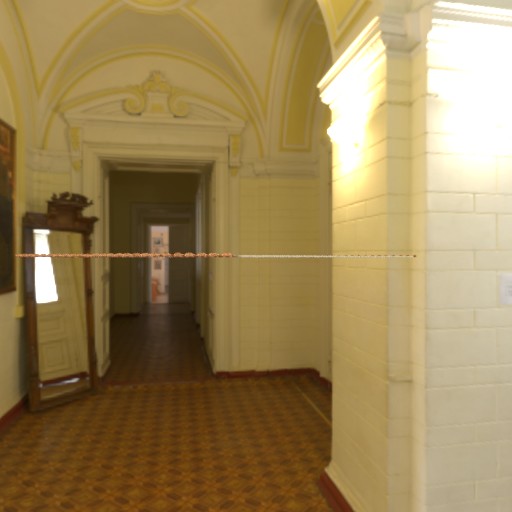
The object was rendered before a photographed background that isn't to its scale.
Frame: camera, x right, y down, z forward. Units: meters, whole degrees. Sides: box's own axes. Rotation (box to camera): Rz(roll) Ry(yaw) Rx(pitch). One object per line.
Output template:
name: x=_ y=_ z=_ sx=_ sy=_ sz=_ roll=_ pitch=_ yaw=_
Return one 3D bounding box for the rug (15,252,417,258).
rug: x=0.000 y=0.000 z=2.515 sx=1.232 sy=0.017 sz=2.092 roll=0 pitch=0 yaw=35
